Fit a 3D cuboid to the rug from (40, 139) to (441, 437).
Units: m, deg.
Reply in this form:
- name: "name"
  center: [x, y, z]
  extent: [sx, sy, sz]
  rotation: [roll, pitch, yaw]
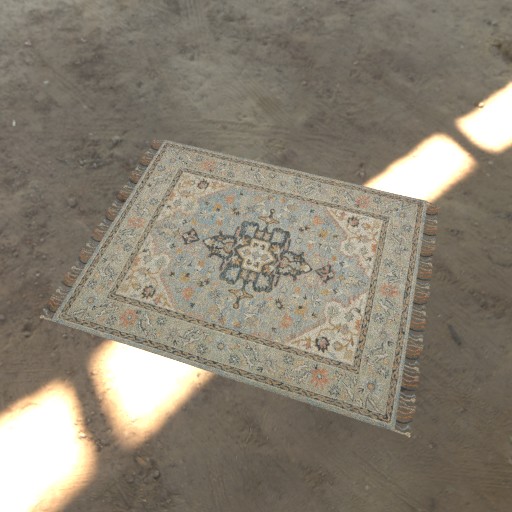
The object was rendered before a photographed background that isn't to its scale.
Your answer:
- name: "rug"
  center: [0.000, 0.000, 2.255]
  extent: [1.730, 0.009, 1.278]
  rotation: [15, 58, 10]
